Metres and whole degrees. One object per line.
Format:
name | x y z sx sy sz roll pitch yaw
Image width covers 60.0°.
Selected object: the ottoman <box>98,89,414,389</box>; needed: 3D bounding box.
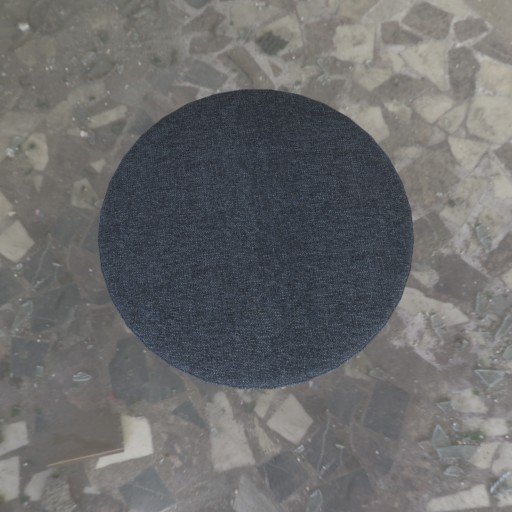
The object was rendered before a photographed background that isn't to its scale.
ottoman | 0.000 0.000 0.876 0.500 0.419 0.500 0 74 0
